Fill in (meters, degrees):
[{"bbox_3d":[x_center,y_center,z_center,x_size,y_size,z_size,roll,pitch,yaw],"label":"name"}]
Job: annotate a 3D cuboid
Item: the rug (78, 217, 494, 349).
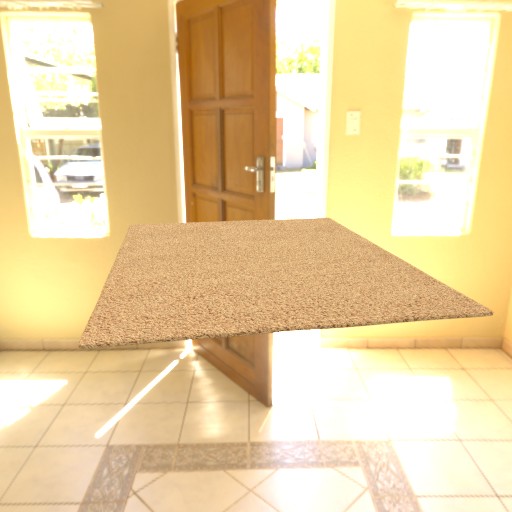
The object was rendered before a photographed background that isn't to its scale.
[{"bbox_3d":[0.000,0.000,3.945,2.438,0.029,3.047,-3,16,-10],"label":"rug"}]
